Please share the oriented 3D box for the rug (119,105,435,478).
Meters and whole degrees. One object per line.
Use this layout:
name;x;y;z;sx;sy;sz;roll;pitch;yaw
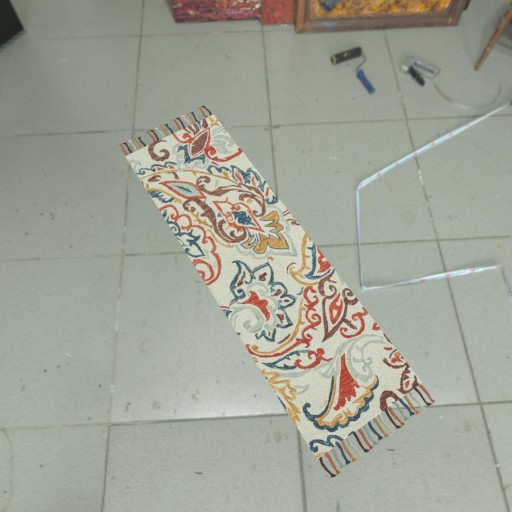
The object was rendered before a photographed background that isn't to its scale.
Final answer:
rug;0.000;0.000;2.957;0.763;0.015;2.682;-30;68;-13
